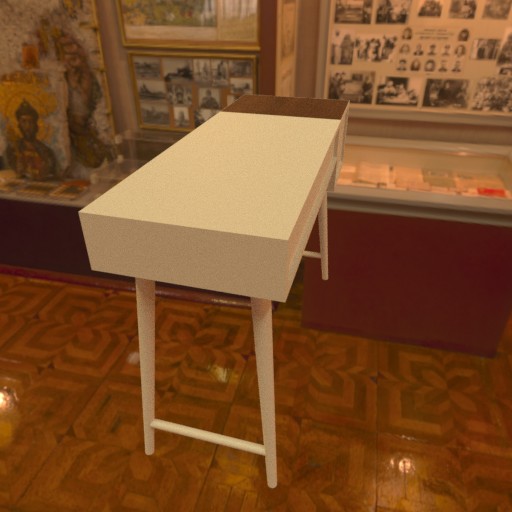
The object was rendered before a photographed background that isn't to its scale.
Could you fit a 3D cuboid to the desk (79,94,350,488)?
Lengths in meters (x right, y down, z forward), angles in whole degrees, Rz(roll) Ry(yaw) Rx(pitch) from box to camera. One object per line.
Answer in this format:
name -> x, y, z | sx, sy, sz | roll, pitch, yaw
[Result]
desk -> 0.000, 0.000, 1.417 | 0.409, 0.761, 1.069 | 8, 33, 13
